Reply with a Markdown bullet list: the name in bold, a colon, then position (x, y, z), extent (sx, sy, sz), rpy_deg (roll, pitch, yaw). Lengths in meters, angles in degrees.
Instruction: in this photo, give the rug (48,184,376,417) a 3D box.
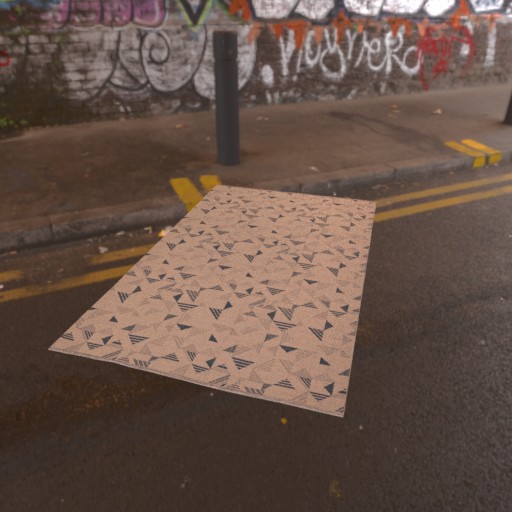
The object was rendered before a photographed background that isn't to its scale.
- **rug**: position (0.000, 0.000, 3.115), extent (1.512, 0.009, 2.457), rpy_deg (8, 31, 14)
